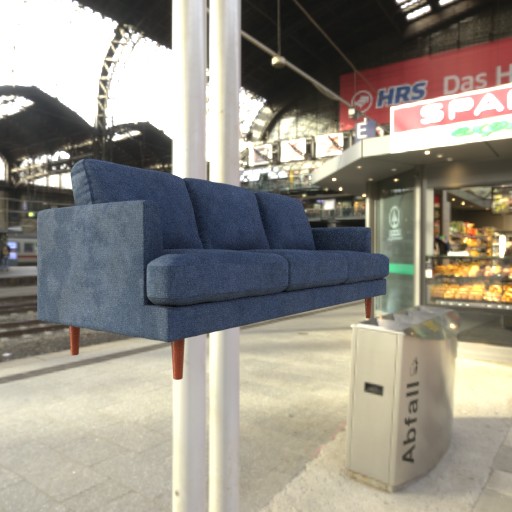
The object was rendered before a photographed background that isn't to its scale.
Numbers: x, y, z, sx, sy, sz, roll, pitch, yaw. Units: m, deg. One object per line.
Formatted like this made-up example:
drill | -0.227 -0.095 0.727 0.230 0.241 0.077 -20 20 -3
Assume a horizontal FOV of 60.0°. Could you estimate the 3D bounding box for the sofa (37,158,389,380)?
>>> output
sofa | 0.000 0.000 2.679 0.903 0.930 2.246 0 1 36
